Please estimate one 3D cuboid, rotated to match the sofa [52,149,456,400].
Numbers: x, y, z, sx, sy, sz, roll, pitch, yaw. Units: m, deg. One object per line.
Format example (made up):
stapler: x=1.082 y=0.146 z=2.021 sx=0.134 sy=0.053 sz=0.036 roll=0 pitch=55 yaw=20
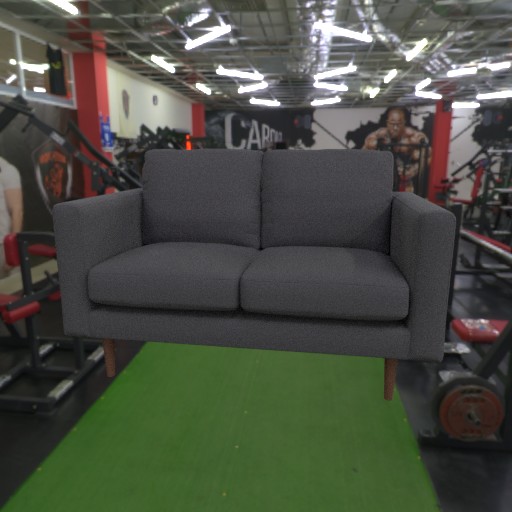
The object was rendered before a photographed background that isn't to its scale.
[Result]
sofa: x=0.000 y=0.000 z=1.923 sx=1.430 sy=0.908 sz=0.796 roll=2 pitch=13 yaw=9
